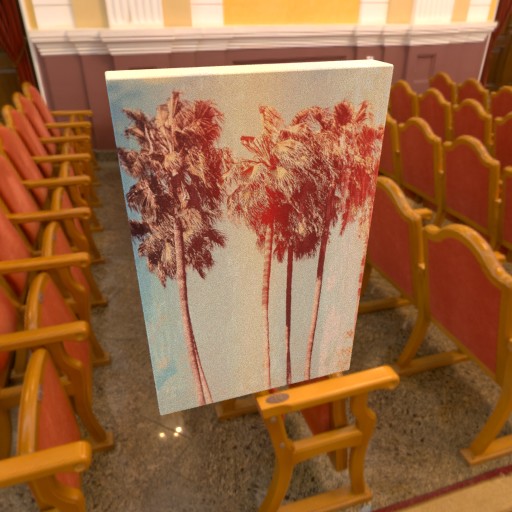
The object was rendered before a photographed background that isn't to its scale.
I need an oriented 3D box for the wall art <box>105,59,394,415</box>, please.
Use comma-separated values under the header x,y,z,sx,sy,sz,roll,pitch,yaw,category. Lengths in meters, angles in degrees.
x,y,z,sx,sy,sz,roll,pitch,yaw,category
0.000,0.000,0.481,0.251,0.380,0.039,-9,32,-15,wall art
